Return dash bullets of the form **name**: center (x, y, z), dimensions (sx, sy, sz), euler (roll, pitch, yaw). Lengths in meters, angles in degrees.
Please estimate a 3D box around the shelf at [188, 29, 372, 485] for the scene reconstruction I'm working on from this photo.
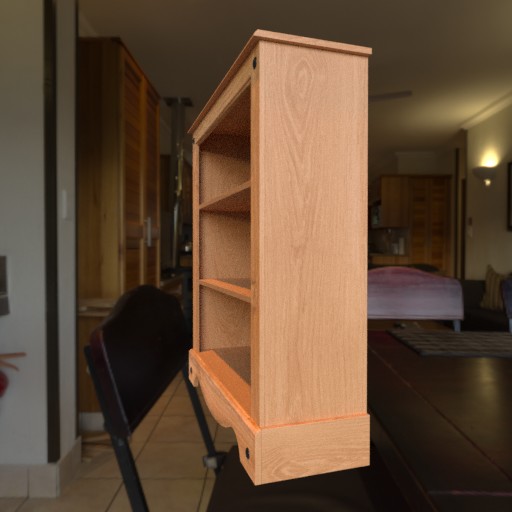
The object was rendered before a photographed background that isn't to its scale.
- **shelf**: center (0.000, 0.000, 1.394), dimensions (0.291, 0.980, 0.840), euler (0, 1, -18)
